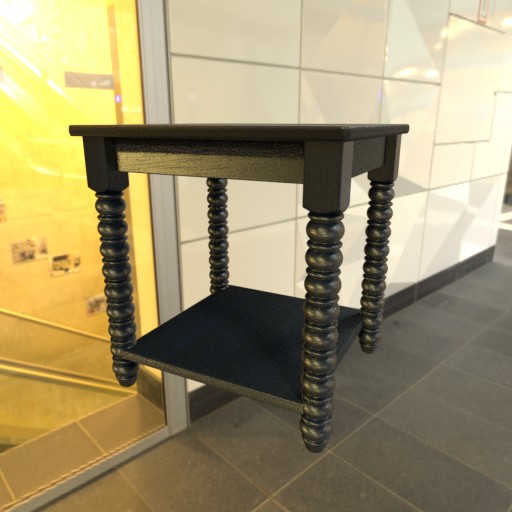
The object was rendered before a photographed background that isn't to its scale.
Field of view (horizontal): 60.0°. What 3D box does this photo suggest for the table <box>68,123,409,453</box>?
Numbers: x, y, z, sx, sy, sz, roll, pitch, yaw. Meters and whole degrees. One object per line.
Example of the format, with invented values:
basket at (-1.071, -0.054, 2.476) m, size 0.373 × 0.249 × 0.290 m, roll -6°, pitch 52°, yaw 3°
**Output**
table at (0.000, 0.000, 0.996) m, size 0.533 × 0.567 × 0.500 m, roll 9°, pitch 19°, yaw 26°
